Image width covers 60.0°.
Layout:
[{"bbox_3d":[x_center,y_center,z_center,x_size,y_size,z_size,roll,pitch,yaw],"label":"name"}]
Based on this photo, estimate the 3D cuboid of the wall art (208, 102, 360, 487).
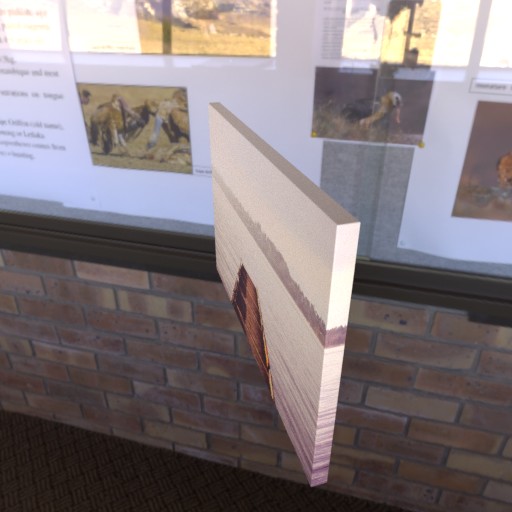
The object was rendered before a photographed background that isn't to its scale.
[{"bbox_3d":[0.000,0.000,1.161,0.037,0.609,0.916,-9,31,-15],"label":"wall art"}]
